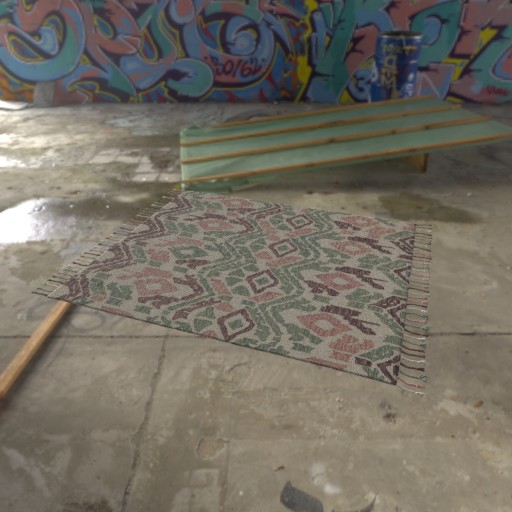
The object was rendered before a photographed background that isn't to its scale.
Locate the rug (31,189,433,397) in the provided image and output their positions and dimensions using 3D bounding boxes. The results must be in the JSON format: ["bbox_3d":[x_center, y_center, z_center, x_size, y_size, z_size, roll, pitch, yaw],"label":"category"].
[{"bbox_3d":[0.000,0.000,4.077,3.048,0.010,2.438,10,32,17],"label":"rug"}]
